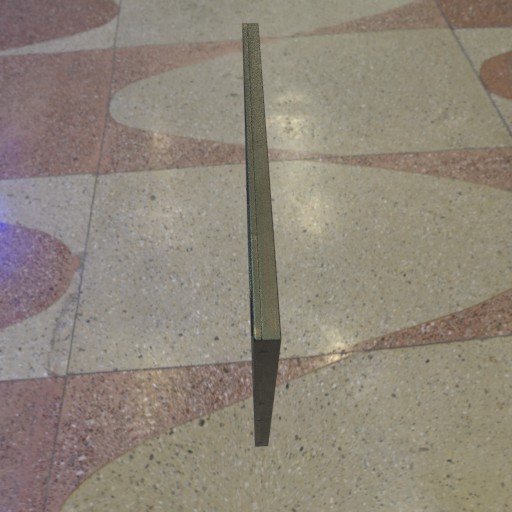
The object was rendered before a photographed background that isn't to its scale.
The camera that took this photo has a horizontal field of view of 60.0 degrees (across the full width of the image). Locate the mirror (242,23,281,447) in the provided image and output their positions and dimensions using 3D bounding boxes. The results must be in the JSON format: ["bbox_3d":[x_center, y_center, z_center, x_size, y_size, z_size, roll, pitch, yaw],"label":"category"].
[{"bbox_3d":[0.000,0.000,0.557,0.020,0.381,0.382,-2,57,-1],"label":"mirror"}]
